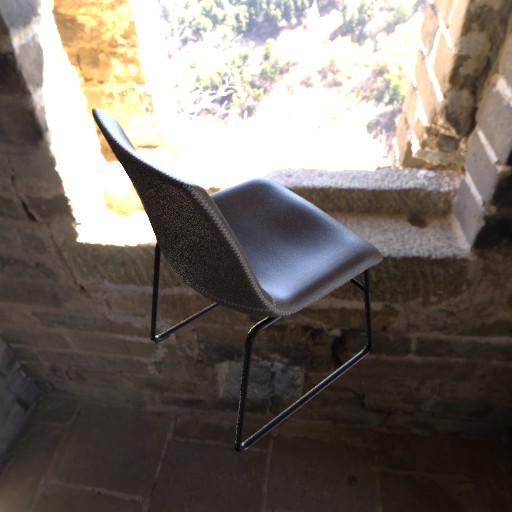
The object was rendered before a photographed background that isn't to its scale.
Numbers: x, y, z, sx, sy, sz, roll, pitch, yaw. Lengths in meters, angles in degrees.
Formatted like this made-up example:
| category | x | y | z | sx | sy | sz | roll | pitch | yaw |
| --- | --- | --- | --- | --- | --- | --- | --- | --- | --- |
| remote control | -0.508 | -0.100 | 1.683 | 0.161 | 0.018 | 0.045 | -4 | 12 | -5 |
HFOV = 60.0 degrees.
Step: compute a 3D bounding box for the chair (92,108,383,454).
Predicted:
| category | x | y | z | sx | sy | sz | roll | pitch | yaw |
| --- | --- | --- | --- | --- | --- | --- | --- | --- | --- |
| chair | 0.000 | 0.000 | 1.094 | 0.550 | 0.780 | 0.460 | -28 | 50 | -27 |
